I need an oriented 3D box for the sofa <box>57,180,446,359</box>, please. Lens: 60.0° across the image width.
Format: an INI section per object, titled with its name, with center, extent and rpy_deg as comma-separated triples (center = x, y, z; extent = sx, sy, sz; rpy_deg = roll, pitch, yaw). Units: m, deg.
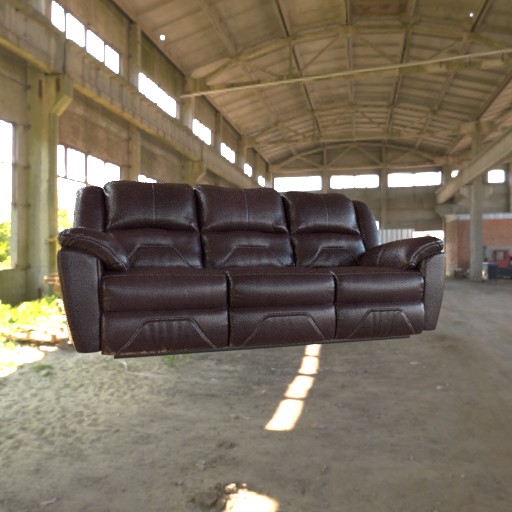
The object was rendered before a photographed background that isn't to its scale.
[sofa]
center = 0.000, 0.000, 2.906
extent = 2.337, 1.043, 0.991
rpy_deg = 0, -1, -20
